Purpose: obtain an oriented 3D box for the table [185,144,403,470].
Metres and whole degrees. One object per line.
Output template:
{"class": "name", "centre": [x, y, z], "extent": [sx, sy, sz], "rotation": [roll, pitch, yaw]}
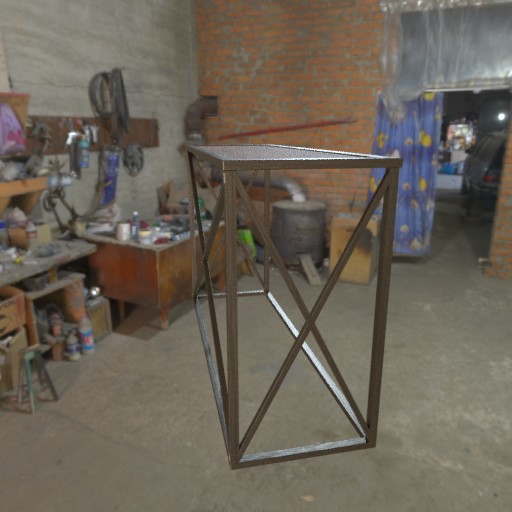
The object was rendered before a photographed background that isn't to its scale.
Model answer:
{"class": "table", "centre": [0.000, 0.000, 1.608], "extent": [0.402, 0.753, 1.216], "rotation": [-3, 16, -12]}
